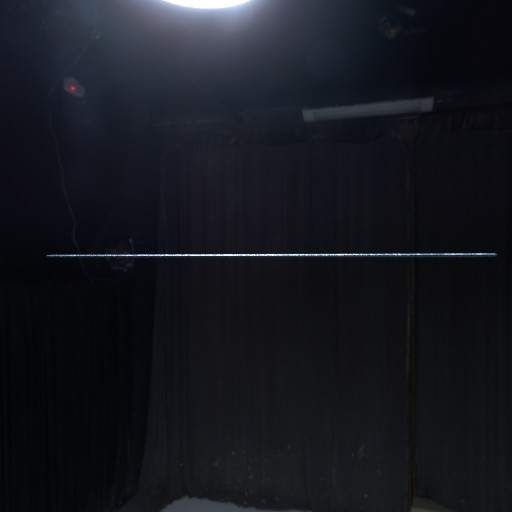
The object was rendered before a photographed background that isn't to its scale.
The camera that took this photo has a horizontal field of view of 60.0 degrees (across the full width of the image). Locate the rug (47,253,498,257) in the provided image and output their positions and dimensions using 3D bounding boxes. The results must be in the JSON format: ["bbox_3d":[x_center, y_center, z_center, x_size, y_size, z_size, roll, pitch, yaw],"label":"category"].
[{"bbox_3d":[0.000,0.000,2.376,2.196,0.011,0.662,0,0,19],"label":"rug"}]
